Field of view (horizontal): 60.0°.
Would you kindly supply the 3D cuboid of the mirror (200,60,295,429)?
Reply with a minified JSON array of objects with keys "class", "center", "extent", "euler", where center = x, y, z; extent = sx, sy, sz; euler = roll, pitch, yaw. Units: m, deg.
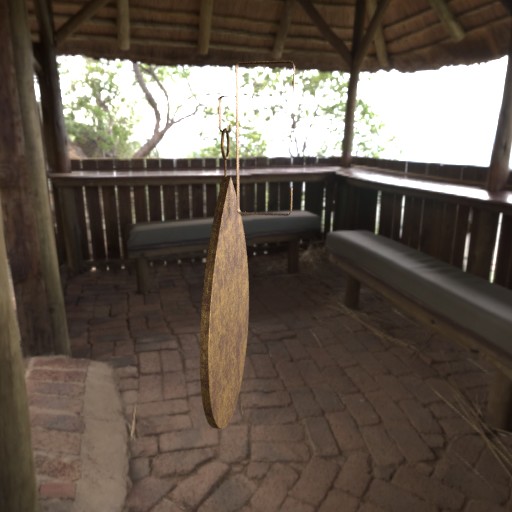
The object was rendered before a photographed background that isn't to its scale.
[{"class":"mirror","center":[0.000,0.000,0.919],"extent":[0.144,0.744,0.405],"euler":[2,15,9]}]
